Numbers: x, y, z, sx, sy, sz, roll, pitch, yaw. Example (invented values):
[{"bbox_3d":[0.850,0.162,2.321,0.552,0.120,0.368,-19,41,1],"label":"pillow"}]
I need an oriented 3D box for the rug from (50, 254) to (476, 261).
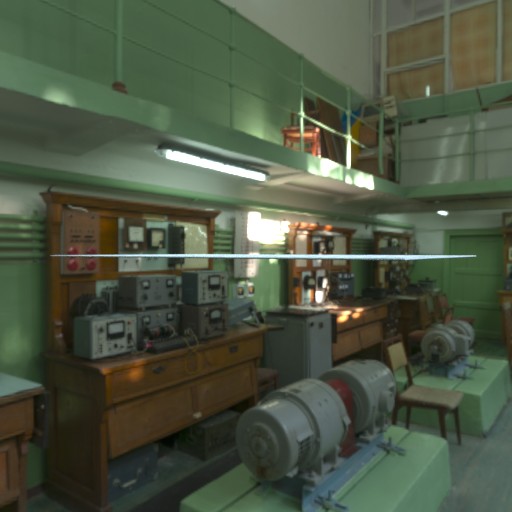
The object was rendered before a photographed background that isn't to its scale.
[{"bbox_3d":[0.000,0.000,2.985,2.457,0.009,1.512,0,1,36],"label":"rug"}]
